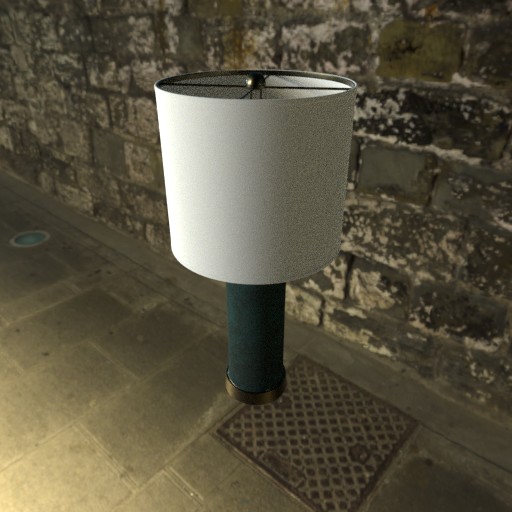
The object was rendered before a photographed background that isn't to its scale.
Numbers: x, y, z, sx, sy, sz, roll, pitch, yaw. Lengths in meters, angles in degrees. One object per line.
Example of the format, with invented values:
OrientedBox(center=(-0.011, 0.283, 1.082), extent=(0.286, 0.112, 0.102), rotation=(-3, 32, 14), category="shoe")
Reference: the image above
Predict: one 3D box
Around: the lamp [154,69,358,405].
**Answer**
OrientedBox(center=(0.000, 0.000, 0.816), extent=(0.301, 0.630, 0.301), rotation=(-19, 34, -30), category="lamp")
